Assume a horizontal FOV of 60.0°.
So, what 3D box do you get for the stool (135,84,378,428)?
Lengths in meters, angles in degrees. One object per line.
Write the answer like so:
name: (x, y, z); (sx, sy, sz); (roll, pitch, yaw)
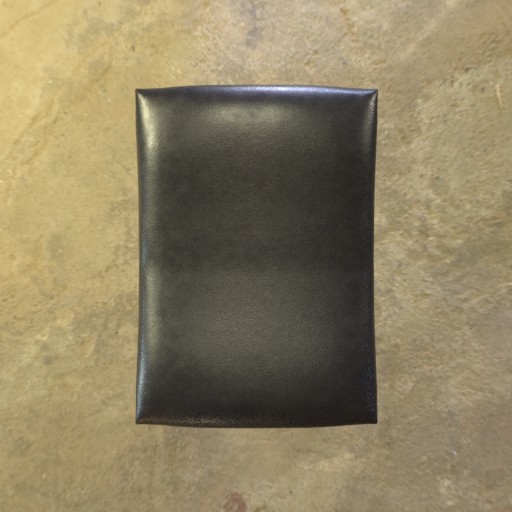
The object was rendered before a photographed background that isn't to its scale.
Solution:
stool: (0.000, 0.000, 0.942); (0.372, 0.654, 0.504); (0, 90, 0)
